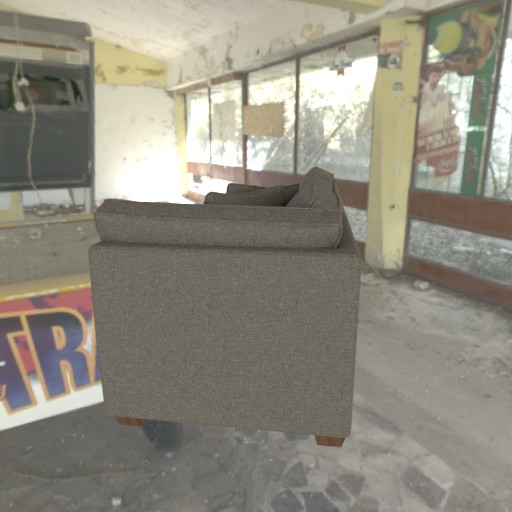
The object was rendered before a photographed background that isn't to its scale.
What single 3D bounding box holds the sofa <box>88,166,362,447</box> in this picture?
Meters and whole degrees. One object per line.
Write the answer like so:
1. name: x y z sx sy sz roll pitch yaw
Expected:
1. sofa: 0.000 0.000 2.799 1.110 1.033 2.237 2 15 8
